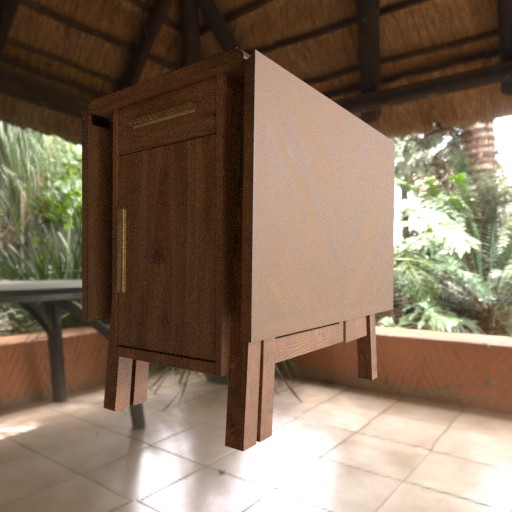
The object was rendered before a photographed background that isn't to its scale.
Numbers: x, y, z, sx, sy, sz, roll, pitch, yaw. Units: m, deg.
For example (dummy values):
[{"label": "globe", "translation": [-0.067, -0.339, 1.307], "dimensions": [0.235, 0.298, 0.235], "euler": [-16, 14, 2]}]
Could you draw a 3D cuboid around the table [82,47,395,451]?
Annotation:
[{"label": "table", "translation": [0.000, 0.000, 1.619], "dimensions": [0.701, 0.981, 0.967], "euler": [-1, -2, 36]}]
